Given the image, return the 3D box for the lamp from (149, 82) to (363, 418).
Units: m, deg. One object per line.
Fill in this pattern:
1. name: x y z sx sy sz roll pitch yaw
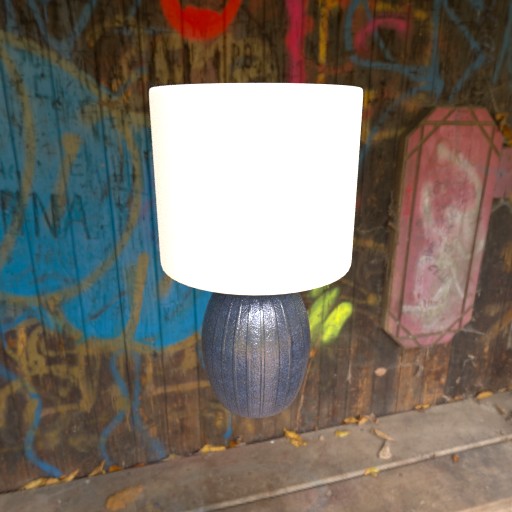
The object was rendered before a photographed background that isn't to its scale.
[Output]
1. lamp: 0.000 0.000 0.780 0.329 0.570 0.329 -17 24 -41
